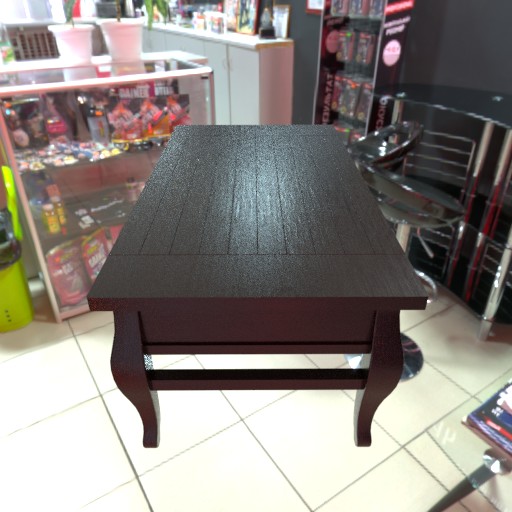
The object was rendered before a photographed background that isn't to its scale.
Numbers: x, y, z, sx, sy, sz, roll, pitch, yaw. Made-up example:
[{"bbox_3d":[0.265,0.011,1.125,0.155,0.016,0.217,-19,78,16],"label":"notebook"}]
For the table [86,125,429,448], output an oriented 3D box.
[{"bbox_3d":[0.000,0.000,1.334,0.600,0.494,1.062,0,32,0],"label":"table"}]
